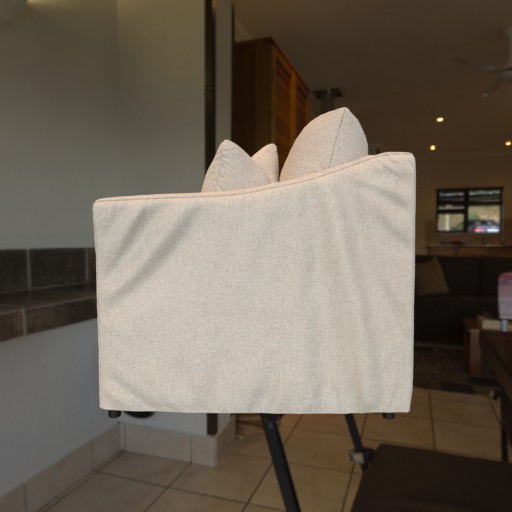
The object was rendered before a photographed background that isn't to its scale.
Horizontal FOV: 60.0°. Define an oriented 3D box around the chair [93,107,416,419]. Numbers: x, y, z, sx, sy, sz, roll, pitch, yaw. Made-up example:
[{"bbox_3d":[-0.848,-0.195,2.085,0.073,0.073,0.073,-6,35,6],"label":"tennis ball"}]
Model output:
[{"bbox_3d":[0.000,0.000,2.019,1.071,1.093,1.194,0,2,1],"label":"chair"}]
